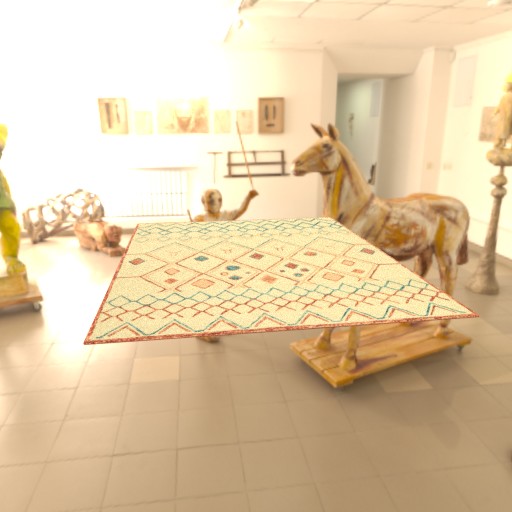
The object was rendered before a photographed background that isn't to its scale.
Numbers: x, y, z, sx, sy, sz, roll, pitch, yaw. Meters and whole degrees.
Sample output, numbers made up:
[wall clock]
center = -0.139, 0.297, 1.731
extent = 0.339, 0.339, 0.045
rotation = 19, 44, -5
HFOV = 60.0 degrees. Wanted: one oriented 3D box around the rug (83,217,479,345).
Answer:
[rug]
center = 0.000, 0.000, 4.107
extent = 2.441, 0.016, 3.050
rotation = -3, 17, -8
